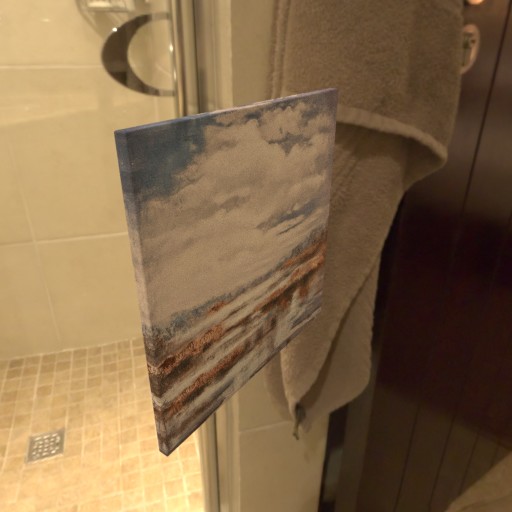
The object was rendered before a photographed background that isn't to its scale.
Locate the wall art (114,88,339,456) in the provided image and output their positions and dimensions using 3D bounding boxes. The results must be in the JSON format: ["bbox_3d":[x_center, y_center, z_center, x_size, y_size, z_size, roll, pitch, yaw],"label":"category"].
[{"bbox_3d":[0.000,0.000,1.370,0.035,0.897,0.888,18,32,32],"label":"wall art"}]
